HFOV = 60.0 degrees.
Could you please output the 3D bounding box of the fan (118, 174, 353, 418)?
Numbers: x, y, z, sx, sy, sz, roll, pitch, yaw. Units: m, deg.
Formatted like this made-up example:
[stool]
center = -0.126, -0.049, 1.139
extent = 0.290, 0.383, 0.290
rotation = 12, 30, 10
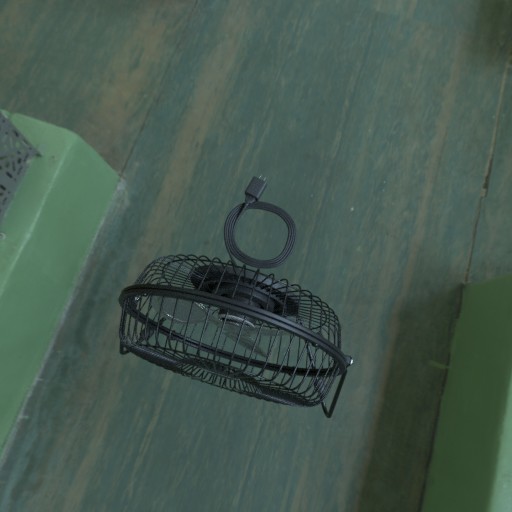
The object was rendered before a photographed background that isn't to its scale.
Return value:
[fan]
center = 0.000, 0.000, 0.374
extent = 0.209, 0.188, 0.227
rotation = 16, 75, 4
